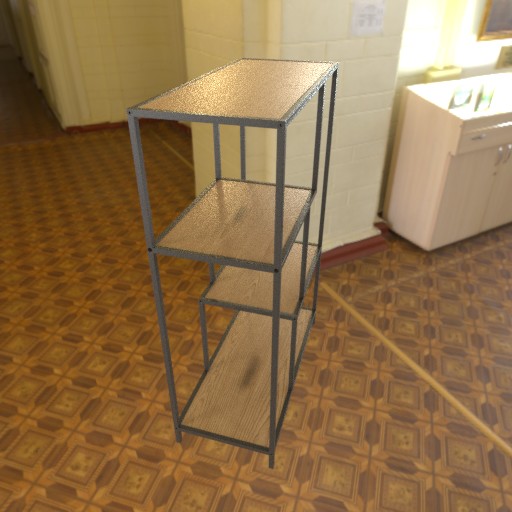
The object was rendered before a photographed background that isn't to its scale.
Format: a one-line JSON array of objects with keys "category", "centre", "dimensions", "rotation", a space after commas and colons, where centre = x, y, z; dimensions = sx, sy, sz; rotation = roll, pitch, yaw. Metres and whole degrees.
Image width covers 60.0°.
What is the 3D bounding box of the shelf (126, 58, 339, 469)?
[{"category": "shelf", "centre": [0.000, 0.000, 1.520], "dimensions": [0.350, 1.138, 0.770], "rotation": [9, 33, 14]}]
